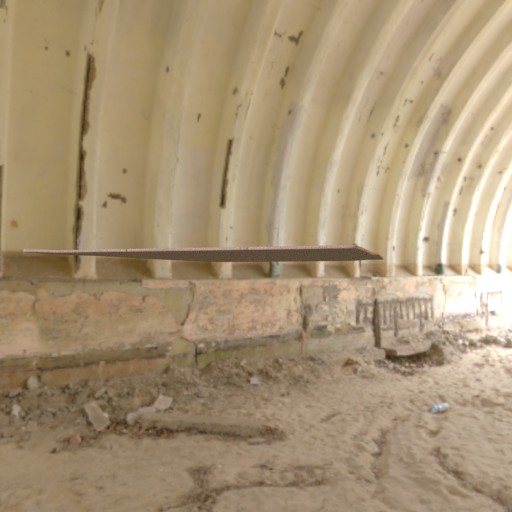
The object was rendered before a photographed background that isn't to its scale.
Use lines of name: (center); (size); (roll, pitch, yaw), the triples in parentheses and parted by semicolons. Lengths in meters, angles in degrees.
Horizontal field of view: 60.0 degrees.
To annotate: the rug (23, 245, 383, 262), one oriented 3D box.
rug: (0.000, 0.000, 2.318); (1.230, 0.025, 1.837); (-1, -2, 18)
